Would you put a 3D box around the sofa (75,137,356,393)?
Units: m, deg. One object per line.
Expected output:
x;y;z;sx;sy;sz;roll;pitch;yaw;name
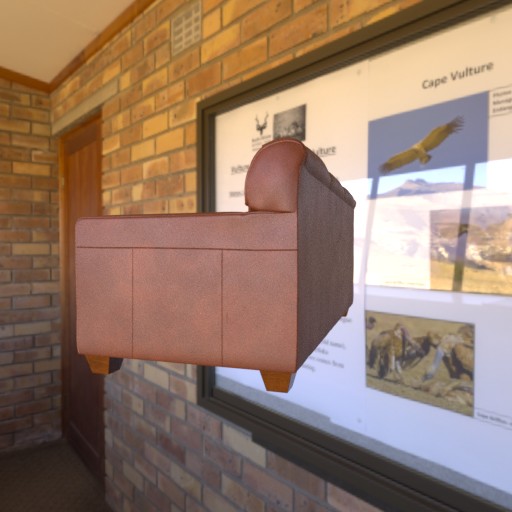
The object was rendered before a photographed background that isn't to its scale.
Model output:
0.000;0.000;2.640;1.008;0.953;2.039;0;1;18;sofa
